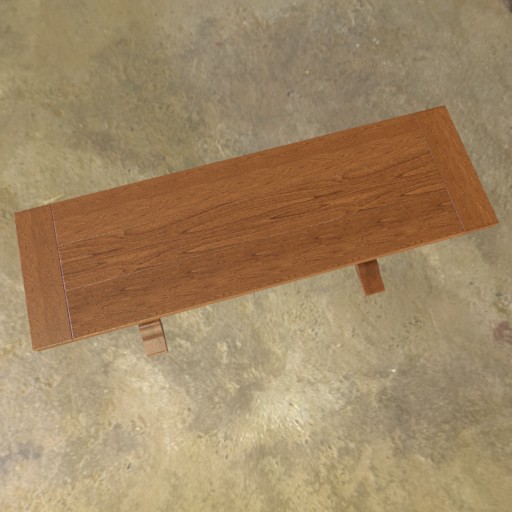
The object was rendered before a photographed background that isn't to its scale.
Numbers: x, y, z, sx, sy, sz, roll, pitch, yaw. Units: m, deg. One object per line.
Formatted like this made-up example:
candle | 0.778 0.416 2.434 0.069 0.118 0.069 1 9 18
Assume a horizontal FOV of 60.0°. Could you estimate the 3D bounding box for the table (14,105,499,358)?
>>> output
table | 0.000 0.000 1.817 1.478 0.852 0.461 -15 74 -4
